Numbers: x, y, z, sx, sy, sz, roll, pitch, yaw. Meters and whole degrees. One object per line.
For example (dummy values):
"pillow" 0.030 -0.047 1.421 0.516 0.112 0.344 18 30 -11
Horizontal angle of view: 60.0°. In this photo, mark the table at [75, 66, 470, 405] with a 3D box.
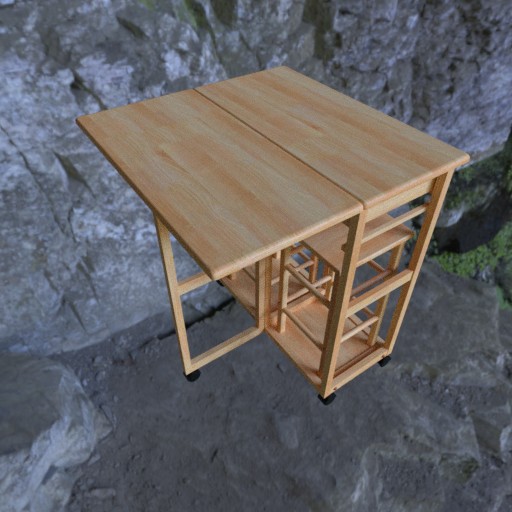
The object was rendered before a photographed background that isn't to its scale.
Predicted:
"table" 0.000 0.000 1.384 0.693 0.832 0.752 -25 48 -25
